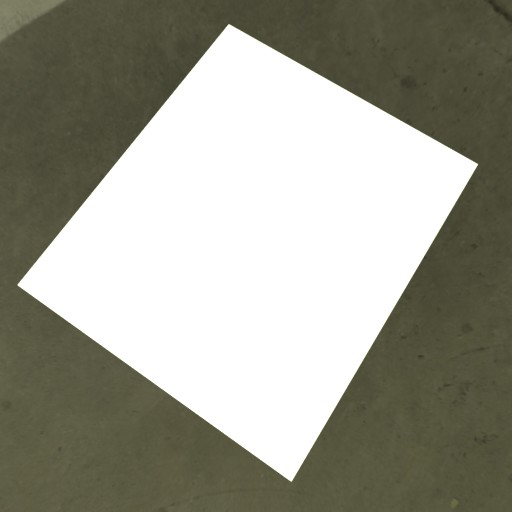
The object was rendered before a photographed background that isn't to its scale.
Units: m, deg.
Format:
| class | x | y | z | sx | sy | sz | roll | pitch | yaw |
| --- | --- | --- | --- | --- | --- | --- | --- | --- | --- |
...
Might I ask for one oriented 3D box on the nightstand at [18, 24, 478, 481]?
| class | x | y | z | sx | sy | sz | roll | pitch | yaw |
| --- | --- | --- | --- | --- | --- | --- | --- | --- | --- |
| nightstand | 0.000 | 0.000 | 0.748 | 0.408 | 0.351 | 0.470 | 33 | 78 | 8 |
